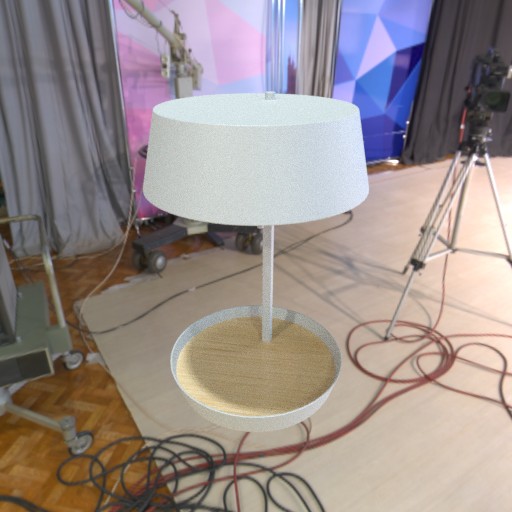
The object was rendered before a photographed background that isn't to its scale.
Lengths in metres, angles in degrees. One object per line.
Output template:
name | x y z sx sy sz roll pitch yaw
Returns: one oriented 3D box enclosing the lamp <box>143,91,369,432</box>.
lamp | 0.000 0.000 0.634 0.291 0.429 0.291 0 27 0
